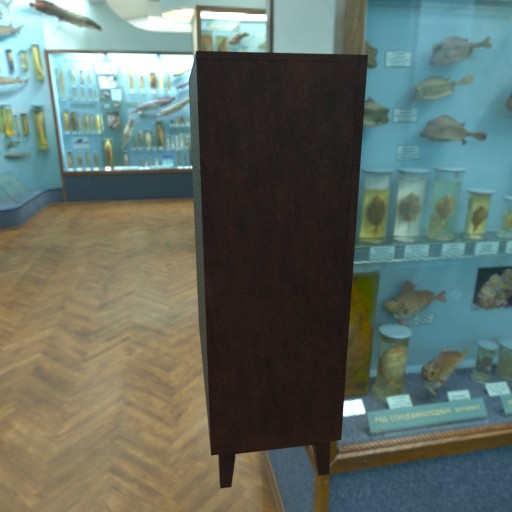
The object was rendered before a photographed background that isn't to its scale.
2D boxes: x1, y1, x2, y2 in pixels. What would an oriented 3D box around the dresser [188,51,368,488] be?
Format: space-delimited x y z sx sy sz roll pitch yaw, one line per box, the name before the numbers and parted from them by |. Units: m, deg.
dresser | 0.000 0.000 1.962 0.506 1.514 1.072 -3 18 -9
